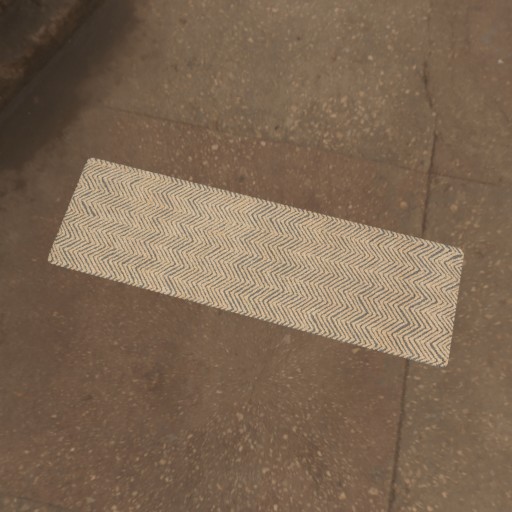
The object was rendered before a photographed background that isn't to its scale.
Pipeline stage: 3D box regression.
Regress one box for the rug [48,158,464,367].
[{"bbox_3d":[0.000,0.000,2.529,2.286,0.008,0.686,14,75,4],"label":"rug"}]
